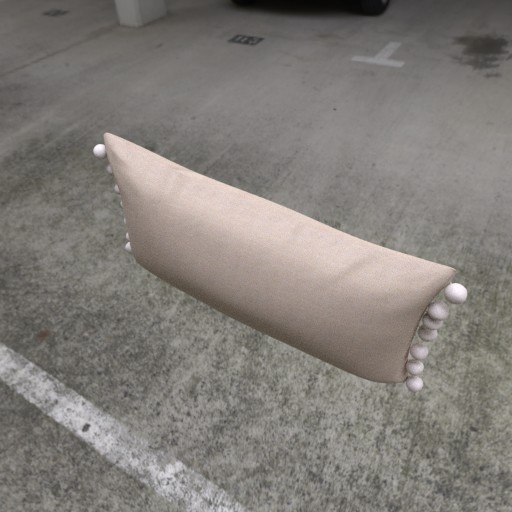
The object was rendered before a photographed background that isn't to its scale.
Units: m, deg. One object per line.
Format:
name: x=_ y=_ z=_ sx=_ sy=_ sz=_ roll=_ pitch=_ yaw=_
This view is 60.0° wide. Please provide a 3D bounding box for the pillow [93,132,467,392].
pillow: x=0.000 y=0.000 z=0.828 sx=0.709 sy=0.322 sz=0.201 roll=23 pitch=50 yaw=21
